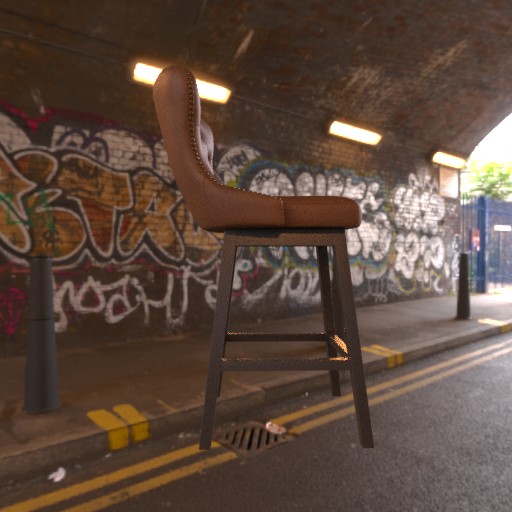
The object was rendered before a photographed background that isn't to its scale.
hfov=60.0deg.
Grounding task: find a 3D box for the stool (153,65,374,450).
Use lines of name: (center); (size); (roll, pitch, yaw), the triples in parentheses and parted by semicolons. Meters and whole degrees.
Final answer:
stool: (0.000, 0.000, 1.325); (0.593, 0.971, 0.528); (0, 1, -1)
